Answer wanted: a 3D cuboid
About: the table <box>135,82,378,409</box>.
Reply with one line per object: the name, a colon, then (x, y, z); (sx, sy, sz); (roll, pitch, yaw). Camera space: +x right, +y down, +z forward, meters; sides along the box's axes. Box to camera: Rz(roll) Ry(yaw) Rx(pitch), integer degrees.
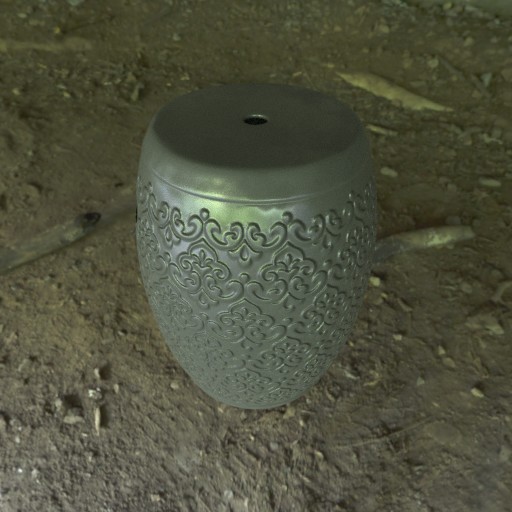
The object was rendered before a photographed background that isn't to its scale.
table: (0.000, 0.000, 0.612); (0.309, 0.397, 0.309); (0, 41, 0)
